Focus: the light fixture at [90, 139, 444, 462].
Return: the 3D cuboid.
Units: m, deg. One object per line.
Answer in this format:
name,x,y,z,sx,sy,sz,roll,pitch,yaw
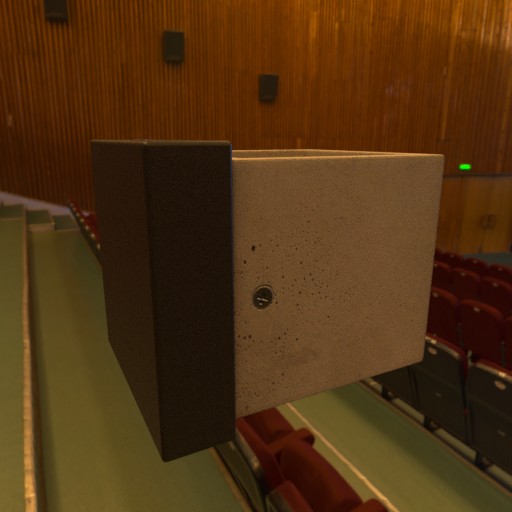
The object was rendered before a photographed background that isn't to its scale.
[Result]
light fixture,0.000,0.000,0.238,0.143,0.121,0.121,-8,17,-26
